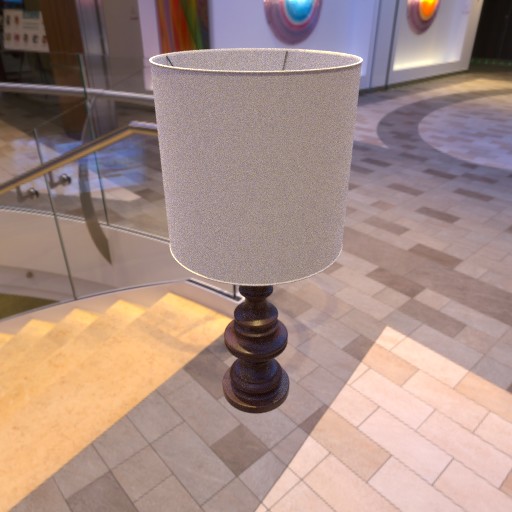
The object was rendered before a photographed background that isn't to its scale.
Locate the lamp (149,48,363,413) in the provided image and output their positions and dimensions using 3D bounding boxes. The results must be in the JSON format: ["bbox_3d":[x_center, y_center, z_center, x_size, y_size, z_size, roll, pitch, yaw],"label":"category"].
[{"bbox_3d":[0.000,0.000,0.555,0.208,0.455,0.208,1,30,1],"label":"lamp"}]
